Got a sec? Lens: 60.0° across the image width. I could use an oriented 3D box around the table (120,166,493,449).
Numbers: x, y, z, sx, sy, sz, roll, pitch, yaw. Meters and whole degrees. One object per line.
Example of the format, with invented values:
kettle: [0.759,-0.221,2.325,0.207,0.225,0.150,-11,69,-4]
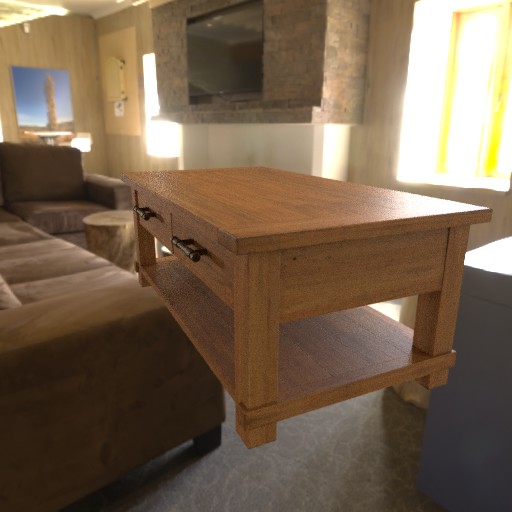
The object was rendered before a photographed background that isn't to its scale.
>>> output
table: [0.000,0.000,1.558,0.693,0.494,1.270,-8,18,-24]
